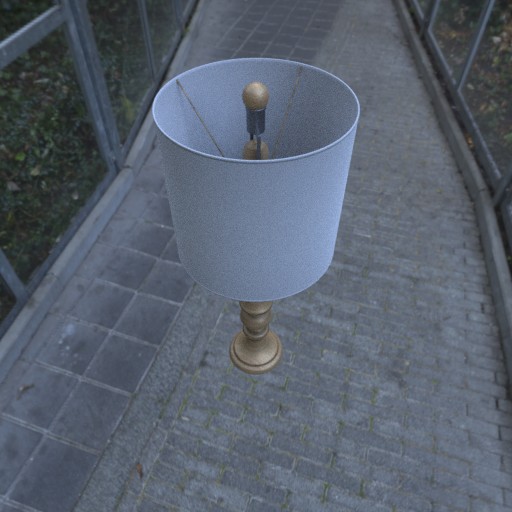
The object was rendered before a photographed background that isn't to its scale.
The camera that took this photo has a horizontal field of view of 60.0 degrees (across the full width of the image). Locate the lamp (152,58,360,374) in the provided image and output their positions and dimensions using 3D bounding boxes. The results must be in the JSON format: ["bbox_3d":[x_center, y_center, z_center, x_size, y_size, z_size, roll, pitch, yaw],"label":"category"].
[{"bbox_3d":[0.000,0.000,0.742,0.250,0.597,0.250,24,51,21],"label":"lamp"}]
